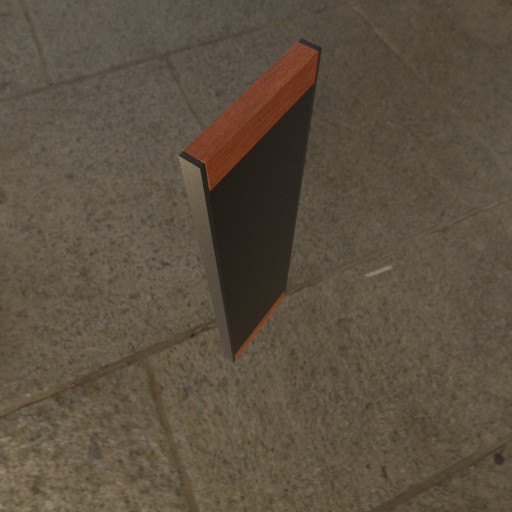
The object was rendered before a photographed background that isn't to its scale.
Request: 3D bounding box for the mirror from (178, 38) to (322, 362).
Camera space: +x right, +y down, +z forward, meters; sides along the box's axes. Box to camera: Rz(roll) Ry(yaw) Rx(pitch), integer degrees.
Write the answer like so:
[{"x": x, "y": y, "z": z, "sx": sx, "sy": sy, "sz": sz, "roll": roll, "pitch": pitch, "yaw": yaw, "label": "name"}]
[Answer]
[{"x": 0.000, "y": 0.000, "z": 1.232, "sx": 0.047, "sy": 1.123, "sz": 0.343, "roll": 33, "pitch": 67, "yaw": 16, "label": "mirror"}]
